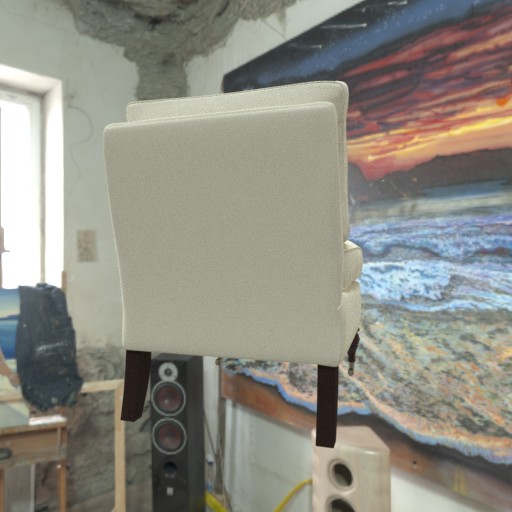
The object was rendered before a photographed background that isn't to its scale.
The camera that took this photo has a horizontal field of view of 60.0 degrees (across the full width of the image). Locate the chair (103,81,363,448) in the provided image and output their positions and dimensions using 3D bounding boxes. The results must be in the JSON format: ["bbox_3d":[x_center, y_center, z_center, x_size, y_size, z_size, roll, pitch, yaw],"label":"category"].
[{"bbox_3d":[0.000,0.000,1.409,0.630,0.887,0.781,0,0,18],"label":"chair"}]
